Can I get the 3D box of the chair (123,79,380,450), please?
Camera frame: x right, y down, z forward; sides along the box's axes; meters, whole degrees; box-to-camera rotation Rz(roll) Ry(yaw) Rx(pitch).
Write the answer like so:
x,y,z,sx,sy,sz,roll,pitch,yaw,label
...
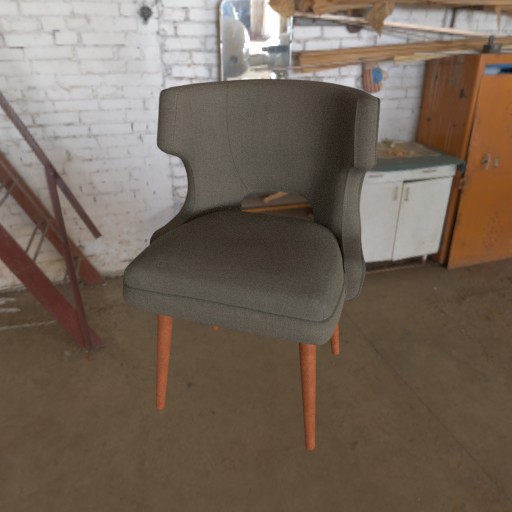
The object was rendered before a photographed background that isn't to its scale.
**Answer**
x,y,z,sx,sy,sz,roll,pitch,yaw,label
0.000,0.000,1.217,0.595,0.863,0.581,9,28,16,chair
